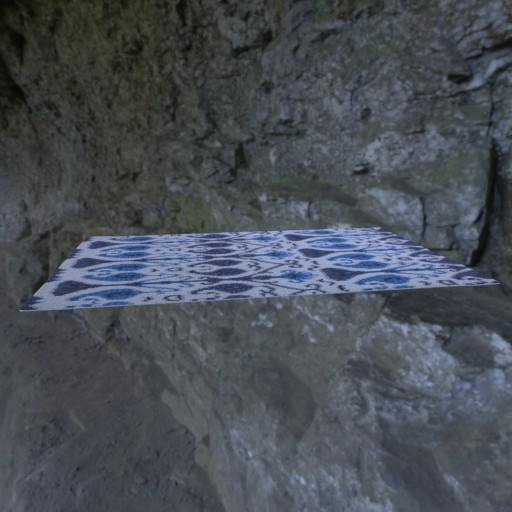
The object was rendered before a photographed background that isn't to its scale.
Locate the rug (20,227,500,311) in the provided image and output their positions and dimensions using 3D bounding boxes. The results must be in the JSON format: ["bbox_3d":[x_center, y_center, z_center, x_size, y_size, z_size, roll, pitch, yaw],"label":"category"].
[{"bbox_3d":[0.000,0.000,2.043,1.698,0.013,1.072,-2,15,-9],"label":"rug"}]
